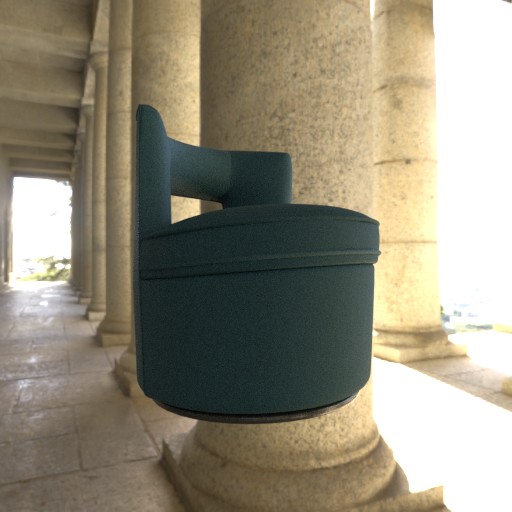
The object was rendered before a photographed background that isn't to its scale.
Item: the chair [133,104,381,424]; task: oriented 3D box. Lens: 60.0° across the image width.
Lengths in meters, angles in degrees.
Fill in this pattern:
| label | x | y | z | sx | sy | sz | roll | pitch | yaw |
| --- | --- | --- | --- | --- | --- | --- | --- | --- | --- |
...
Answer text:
| label | x | y | z | sx | sy | sz | roll | pitch | yaw |
| --- | --- | --- | --- | --- | --- | --- | --- | --- | --- |
| chair | 0.000 | 0.000 | 1.215 | 0.660 | 0.711 | 0.684 | 0 | 0 | 37 |
